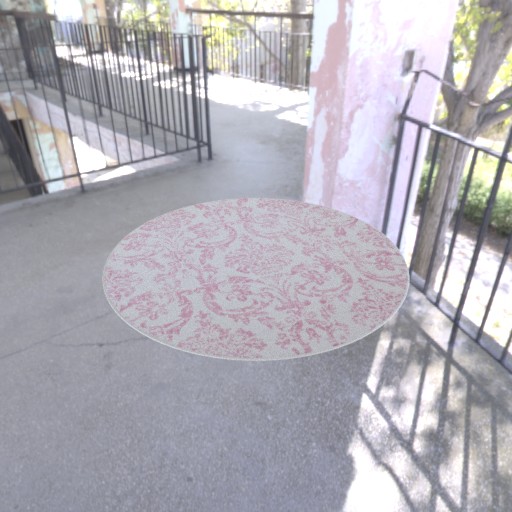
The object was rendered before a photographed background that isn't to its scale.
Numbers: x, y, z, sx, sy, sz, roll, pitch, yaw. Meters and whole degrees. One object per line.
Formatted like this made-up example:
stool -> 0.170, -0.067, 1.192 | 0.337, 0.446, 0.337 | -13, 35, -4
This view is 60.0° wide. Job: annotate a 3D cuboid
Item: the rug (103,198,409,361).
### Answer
rug -> 0.000, 0.000, 2.400 | 1.593, 0.012, 1.593 | 0, 30, 0
